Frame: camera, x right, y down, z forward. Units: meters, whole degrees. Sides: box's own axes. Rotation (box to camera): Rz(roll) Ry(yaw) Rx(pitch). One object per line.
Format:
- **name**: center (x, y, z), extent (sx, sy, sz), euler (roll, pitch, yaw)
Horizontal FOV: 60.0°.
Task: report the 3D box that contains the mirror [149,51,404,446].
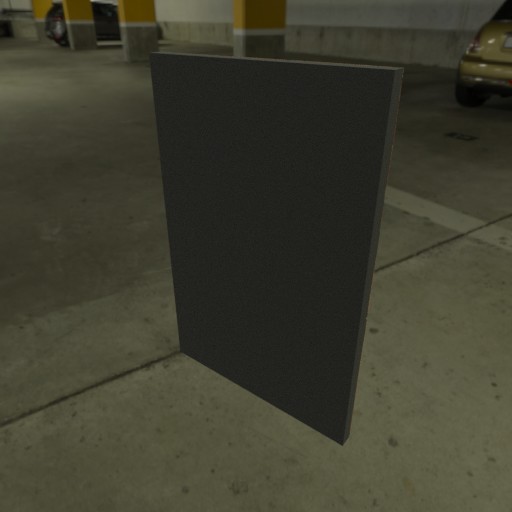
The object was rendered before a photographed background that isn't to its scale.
- **mirror**: center (0.000, 0.000, 1.119), extent (0.606, 0.912, 0.044), euler (20, 35, 32)
